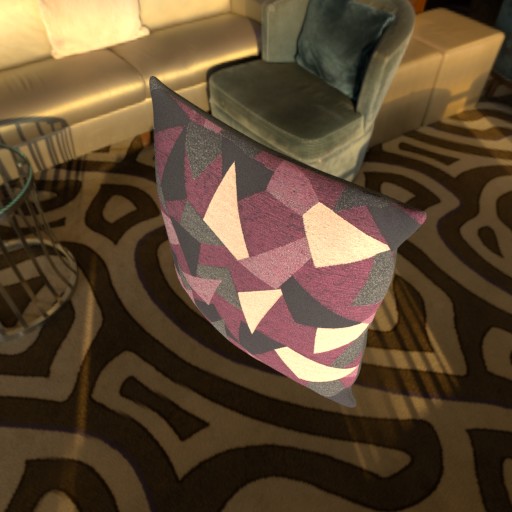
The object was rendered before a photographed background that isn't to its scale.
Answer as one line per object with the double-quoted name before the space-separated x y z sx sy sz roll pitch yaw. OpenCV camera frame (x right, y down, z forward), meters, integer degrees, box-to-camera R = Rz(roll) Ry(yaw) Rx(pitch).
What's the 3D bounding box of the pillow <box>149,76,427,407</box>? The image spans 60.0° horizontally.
"pillow" 0.000 0.000 0.780 0.503 0.496 0.208 33 55 27
